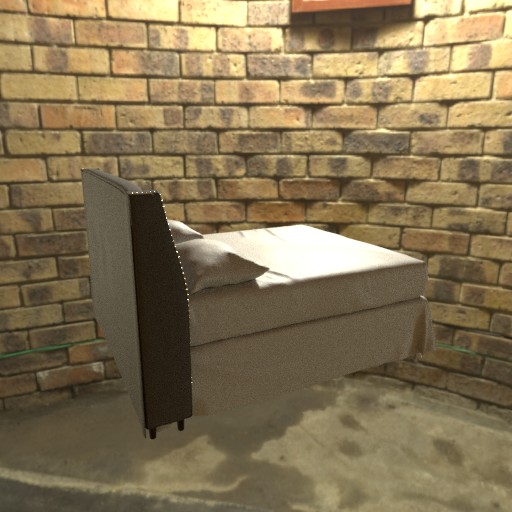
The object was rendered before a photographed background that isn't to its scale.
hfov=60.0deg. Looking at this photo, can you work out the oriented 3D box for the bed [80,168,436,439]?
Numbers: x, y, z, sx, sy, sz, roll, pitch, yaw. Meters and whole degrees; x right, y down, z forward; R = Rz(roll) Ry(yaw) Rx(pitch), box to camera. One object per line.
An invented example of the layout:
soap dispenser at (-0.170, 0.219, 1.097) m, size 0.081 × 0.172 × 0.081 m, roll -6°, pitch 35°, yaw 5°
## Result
bed at (0.000, 0.000, 3.450) m, size 2.276 × 1.332 × 1.925 m, roll -7°, pitch 16°, yaw -26°
